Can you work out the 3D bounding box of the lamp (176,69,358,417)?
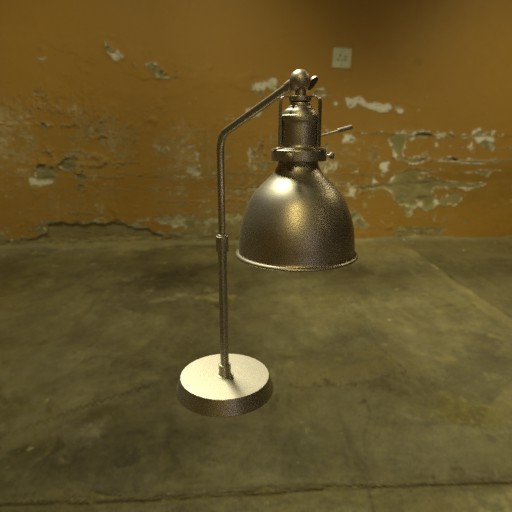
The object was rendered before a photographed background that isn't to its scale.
[{"bbox_3d":[0.000,0.000,0.598,0.286,0.456,0.153,13,20,41],"label":"lamp"}]
